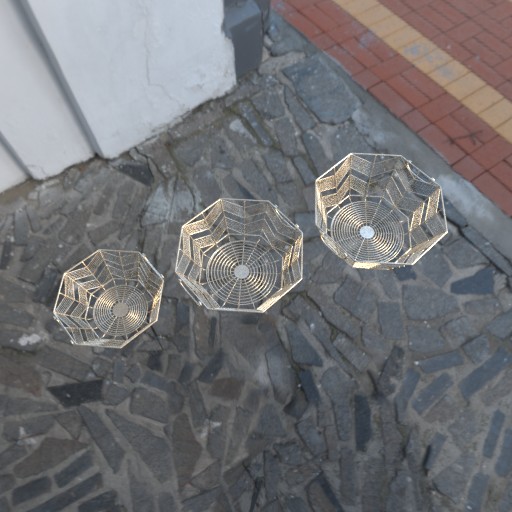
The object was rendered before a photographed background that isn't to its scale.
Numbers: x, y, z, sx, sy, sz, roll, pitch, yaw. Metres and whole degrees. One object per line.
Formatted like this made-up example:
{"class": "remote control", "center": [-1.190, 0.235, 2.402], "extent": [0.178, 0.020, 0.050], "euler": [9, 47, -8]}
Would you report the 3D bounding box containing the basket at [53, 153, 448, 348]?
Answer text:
{"class": "basket", "center": [0.000, 0.000, 1.401], "extent": [1.246, 0.178, 0.432], "euler": [-17, 65, -8]}
